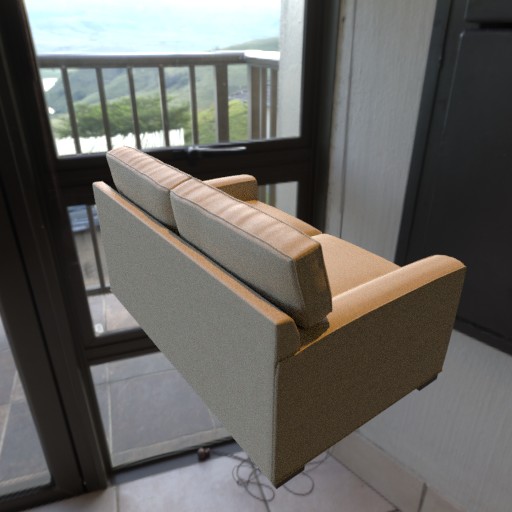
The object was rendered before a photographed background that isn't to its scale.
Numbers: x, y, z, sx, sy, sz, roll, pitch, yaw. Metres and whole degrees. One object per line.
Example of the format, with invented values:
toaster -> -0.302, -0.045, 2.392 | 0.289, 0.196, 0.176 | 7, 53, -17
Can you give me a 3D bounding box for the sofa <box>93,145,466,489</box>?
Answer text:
sofa -> 0.000, 0.000, 2.021 | 0.942, 0.853, 1.484 | -18, 32, -32
